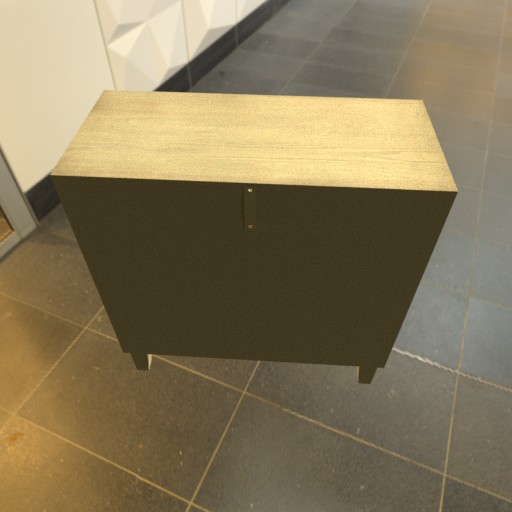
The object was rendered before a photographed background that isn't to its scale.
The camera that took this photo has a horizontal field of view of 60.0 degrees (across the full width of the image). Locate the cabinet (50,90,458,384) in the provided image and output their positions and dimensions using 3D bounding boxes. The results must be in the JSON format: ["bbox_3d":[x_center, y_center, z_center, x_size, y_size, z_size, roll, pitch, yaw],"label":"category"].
[{"bbox_3d":[0.000,0.000,1.255,0.781,0.787,0.370,3,47,3],"label":"cabinet"}]
